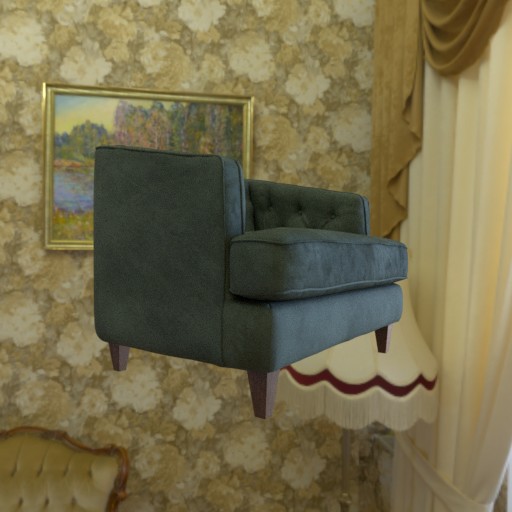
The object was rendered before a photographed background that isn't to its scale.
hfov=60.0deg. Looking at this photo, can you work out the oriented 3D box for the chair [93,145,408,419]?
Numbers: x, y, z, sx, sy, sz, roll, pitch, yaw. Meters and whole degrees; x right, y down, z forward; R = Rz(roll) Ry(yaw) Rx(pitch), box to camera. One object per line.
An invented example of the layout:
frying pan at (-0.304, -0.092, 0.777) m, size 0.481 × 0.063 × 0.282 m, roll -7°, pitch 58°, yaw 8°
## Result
chair at (0.000, 0.000, 1.770) m, size 0.941 × 0.852 × 1.104 m, roll 0°, pitch 0°, yaw 35°
